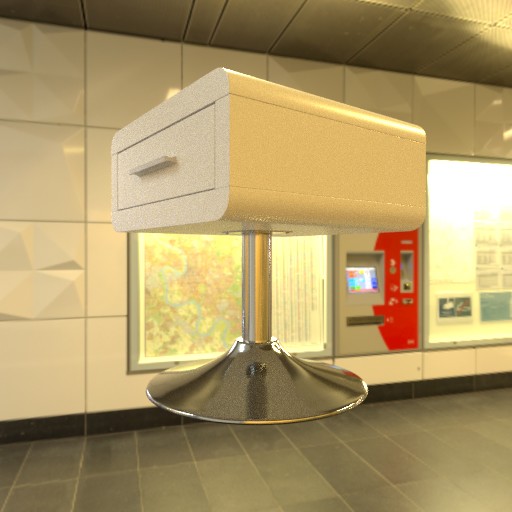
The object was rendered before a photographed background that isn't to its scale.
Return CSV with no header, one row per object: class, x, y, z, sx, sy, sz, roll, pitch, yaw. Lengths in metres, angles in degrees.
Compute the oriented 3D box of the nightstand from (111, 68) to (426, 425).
nightstand,0.000,0.000,0.772,0.404,0.447,0.399,0,0,-37
